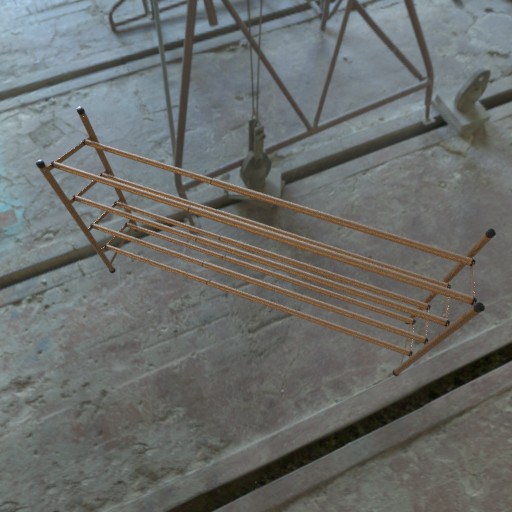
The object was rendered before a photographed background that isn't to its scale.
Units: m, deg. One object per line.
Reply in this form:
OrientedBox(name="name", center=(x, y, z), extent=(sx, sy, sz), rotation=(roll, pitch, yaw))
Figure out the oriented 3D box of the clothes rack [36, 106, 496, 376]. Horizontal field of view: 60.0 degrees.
OrientedBox(name="clothes rack", center=(0.000, 0.000, 1.420), extent=(1.168, 0.672, 0.229), rotation=(19, 64, 9))
